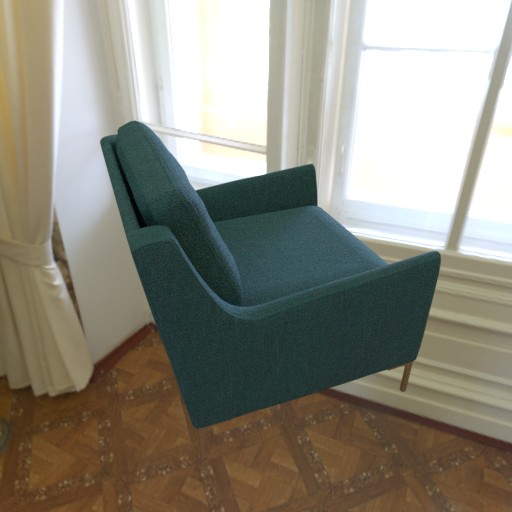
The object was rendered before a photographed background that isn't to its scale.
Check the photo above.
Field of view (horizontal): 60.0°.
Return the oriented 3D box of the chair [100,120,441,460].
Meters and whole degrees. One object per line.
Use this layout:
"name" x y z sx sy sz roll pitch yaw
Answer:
"chair" 0.000 0.000 1.516 0.849 0.828 0.847 -11 33 -18
